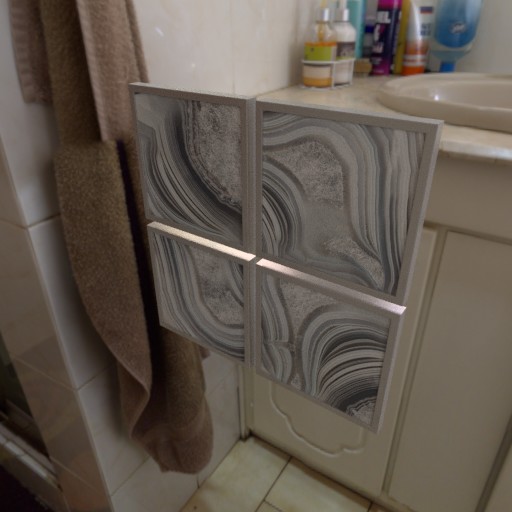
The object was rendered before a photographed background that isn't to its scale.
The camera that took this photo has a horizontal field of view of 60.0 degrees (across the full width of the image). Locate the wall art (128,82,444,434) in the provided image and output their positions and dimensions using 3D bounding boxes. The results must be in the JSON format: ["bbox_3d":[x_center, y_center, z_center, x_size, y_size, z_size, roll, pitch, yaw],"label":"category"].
[{"bbox_3d":[0.000,0.000,0.900,0.611,0.611,0.029,19,35,30],"label":"wall art"}]
